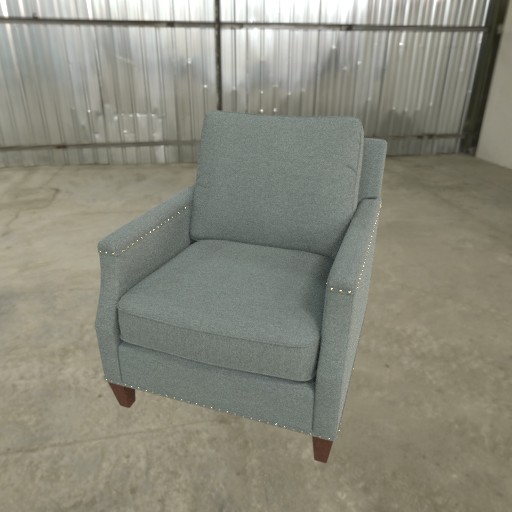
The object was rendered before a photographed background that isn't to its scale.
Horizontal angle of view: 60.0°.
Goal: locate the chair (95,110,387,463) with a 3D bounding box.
[{"bbox_3d":[0.000,0.000,1.789,0.885,1.031,1.031,8,27,17],"label":"chair"}]
